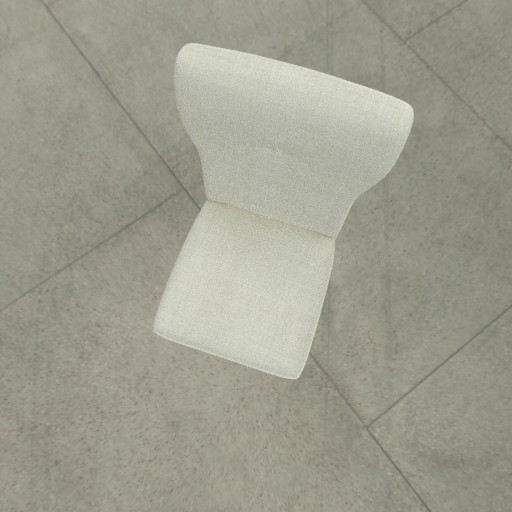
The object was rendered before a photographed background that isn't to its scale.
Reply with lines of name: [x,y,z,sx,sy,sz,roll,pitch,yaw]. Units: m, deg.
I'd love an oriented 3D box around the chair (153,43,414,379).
chair: [0.000,0.000,1.277,0.509,0.921,0.597,17,75,5]
